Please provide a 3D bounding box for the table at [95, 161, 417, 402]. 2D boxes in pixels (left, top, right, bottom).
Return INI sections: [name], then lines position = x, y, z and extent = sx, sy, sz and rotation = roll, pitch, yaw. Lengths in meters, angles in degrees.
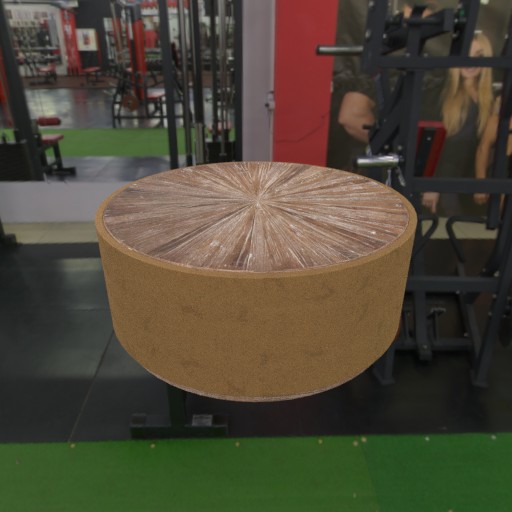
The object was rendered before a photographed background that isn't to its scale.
[table]
position = 0.000, 0.000, 1.536
extent = 1.001, 0.409, 1.001
rotation = 0, 27, 0
